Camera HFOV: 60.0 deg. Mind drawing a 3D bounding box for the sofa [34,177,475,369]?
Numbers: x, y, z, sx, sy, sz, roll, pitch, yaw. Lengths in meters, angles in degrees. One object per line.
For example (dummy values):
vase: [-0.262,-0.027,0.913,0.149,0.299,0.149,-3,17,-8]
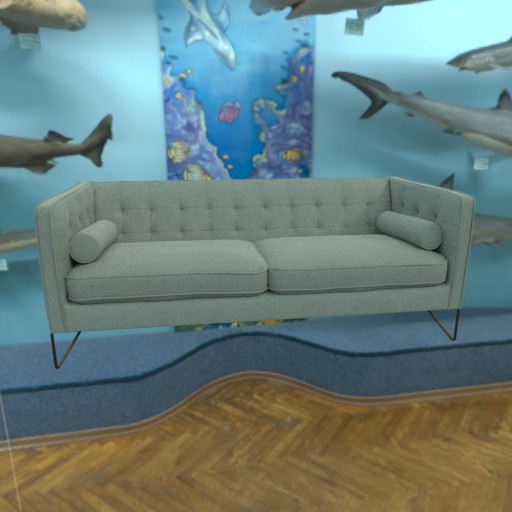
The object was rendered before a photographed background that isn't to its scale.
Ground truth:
sofa: [0.000,0.000,2.544,2.079,0.798,0.912,-2,16,-8]
